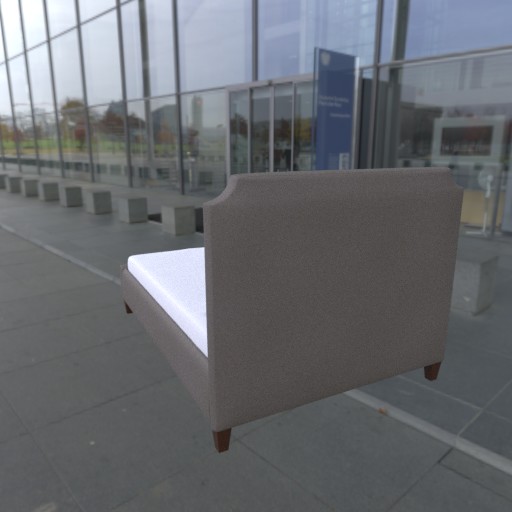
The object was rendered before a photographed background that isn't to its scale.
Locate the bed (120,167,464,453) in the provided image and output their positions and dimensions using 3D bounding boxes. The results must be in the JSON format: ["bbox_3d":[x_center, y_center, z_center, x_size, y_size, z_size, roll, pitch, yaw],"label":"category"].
[{"bbox_3d":[0.000,0.000,3.485,1.712,1.443,2.372,-7,16,-27],"label":"bed"}]
